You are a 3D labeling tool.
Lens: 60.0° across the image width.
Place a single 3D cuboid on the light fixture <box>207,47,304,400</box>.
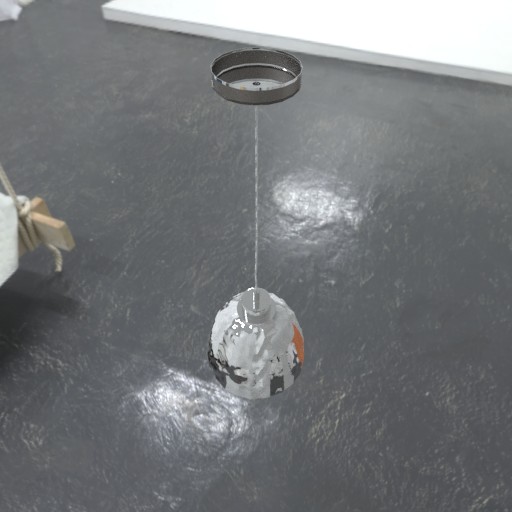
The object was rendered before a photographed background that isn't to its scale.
[{"bbox_3d":[0.000,0.000,1.761,0.496,1.511,0.500,2,47,2],"label":"light fixture"}]
